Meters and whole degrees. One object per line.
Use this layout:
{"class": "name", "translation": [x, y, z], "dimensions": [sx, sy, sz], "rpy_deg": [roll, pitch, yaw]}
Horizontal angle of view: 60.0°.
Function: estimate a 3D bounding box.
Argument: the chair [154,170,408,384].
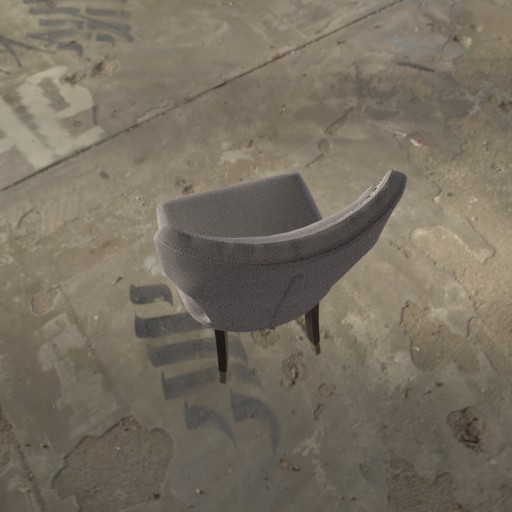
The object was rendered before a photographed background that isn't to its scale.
{"class": "chair", "translation": [0.000, 0.000, 1.328], "dimensions": [0.526, 0.950, 0.630], "rpy_deg": [-15, 58, -9]}
